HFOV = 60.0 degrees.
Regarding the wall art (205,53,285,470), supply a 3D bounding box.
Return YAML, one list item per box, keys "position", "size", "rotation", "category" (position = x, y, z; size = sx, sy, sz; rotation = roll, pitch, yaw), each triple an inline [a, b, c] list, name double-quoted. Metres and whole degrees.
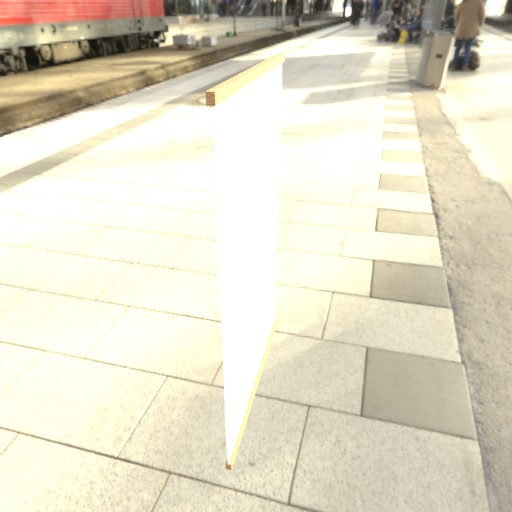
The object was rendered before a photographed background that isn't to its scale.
- position: [0.000, 0.000, 1.926]
  size: [0.025, 1.521, 1.011]
  rotation: [7, 30, 11]
  category: "wall art"
